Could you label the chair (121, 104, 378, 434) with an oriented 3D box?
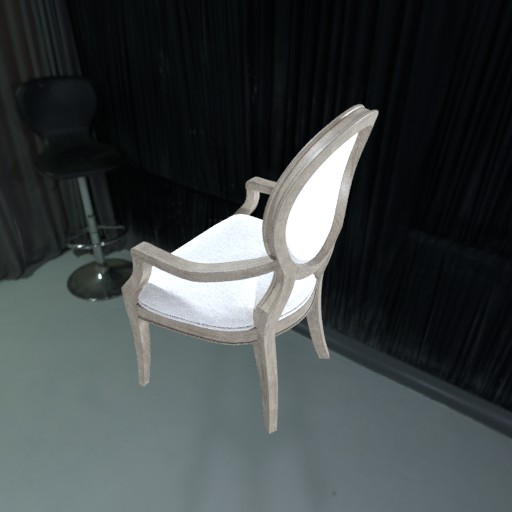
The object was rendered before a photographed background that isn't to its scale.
[{"bbox_3d":[0.000,0.000,1.386,0.602,0.991,0.611,20,38,28],"label":"chair"}]
